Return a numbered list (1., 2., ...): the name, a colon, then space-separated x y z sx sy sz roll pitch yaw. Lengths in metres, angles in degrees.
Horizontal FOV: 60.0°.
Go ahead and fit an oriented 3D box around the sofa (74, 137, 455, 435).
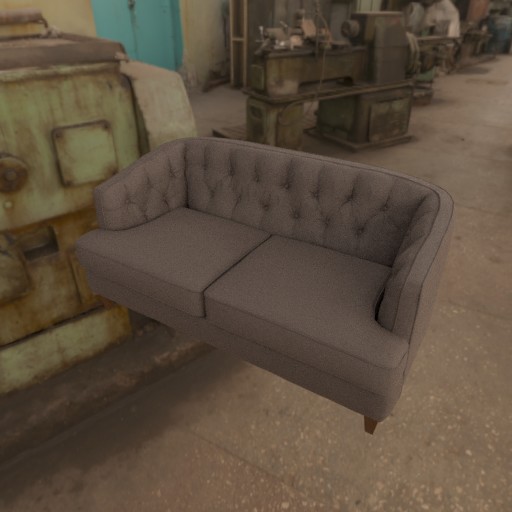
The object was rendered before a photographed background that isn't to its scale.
1. sofa: 0.000 0.000 2.270 1.733 0.855 0.941 18 36 27
